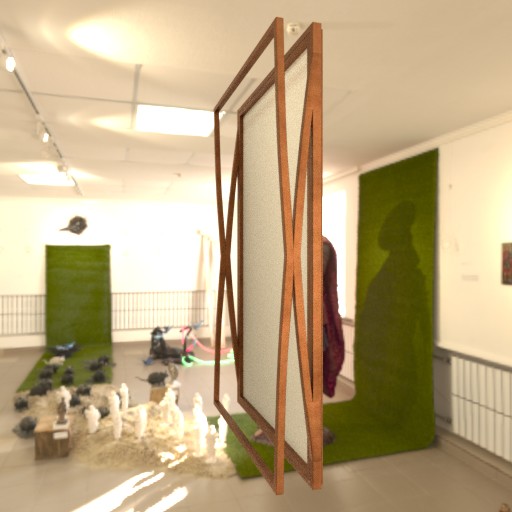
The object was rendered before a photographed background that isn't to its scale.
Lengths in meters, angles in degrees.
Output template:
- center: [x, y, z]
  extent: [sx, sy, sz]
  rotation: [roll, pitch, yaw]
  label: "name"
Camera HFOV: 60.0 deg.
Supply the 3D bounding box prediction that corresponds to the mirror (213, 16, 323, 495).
- center: [0.000, 0.000, 0.941]
  extent: [0.082, 0.768, 0.468]
  rotation: [0, 0, -18]
  label: "mirror"
